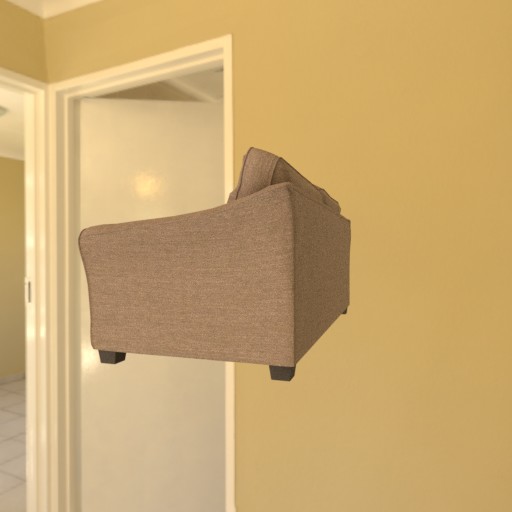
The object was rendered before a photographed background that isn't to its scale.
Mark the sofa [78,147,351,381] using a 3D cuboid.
[{"bbox_3d":[0.000,0.000,2.840,0.980,0.965,2.270,0,1,18],"label":"sofa"}]
